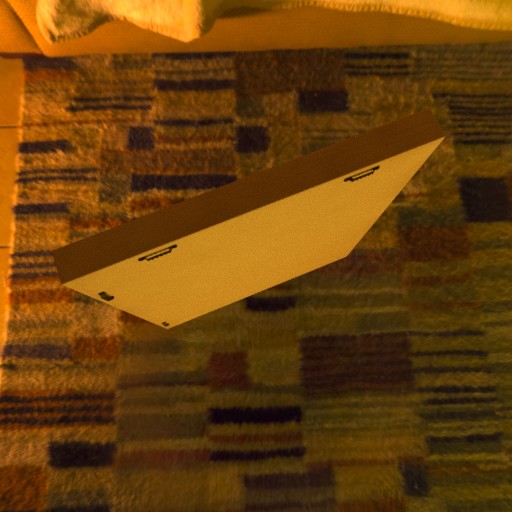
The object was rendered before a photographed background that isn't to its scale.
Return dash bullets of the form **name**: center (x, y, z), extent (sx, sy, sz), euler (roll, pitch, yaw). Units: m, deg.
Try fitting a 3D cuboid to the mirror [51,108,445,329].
- **mirror**: center (0.000, 0.000, 0.683), extent (0.406, 0.509, 0.041), euler (-22, 77, -5)
